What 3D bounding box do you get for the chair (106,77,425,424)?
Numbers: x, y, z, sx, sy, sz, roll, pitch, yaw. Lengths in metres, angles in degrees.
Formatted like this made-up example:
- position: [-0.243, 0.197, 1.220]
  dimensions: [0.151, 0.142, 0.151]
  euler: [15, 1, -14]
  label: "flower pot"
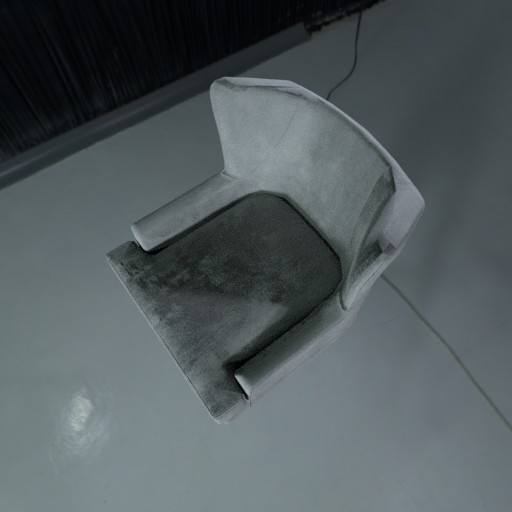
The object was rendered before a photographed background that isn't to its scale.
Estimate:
- position: [0.000, 0.000, 1.644]
  dimensions: [0.906, 0.950, 0.784]
  euler: [-34, 68, -15]
  label: "chair"
